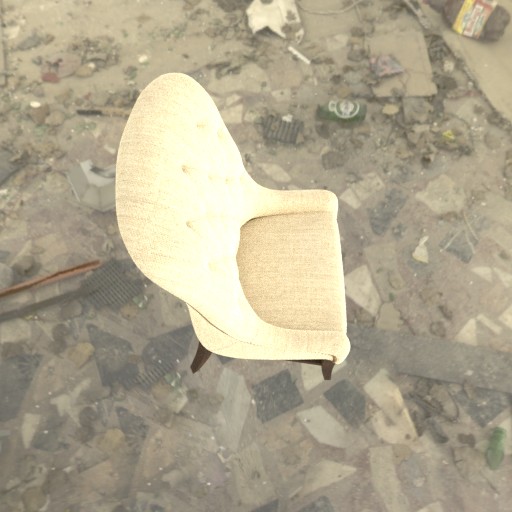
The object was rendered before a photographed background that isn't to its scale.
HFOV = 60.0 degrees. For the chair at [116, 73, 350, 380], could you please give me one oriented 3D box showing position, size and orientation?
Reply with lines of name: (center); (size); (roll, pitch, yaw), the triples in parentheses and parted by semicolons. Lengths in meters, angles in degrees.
chair: (0.000, 0.000, 1.473); (0.629, 1.091, 0.634); (1, 63, 0)
